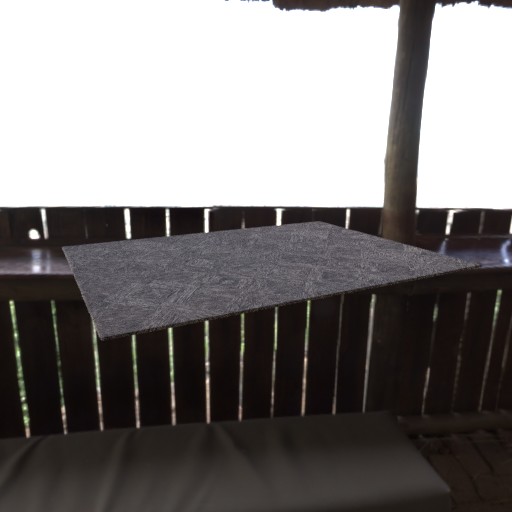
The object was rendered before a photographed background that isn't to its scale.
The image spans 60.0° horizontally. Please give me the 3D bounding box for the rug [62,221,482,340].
[{"bbox_3d":[0.000,0.000,4.190,3.204,0.017,2.448,-8,16,-27],"label":"rug"}]
